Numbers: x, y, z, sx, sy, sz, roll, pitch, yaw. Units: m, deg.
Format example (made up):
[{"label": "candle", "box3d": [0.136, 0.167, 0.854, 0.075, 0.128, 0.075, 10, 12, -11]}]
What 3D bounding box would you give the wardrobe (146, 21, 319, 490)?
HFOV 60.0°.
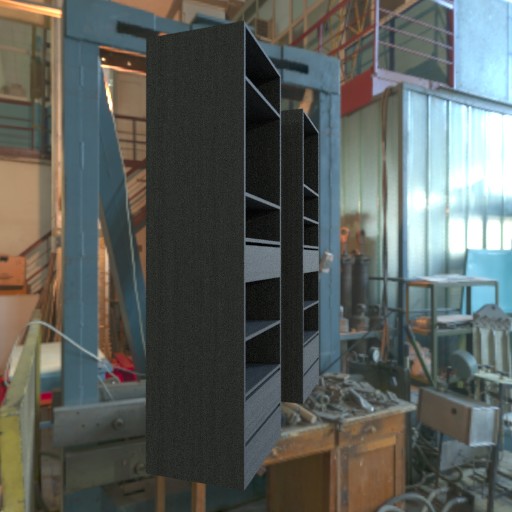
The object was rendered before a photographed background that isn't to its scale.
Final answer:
[{"label": "wardrobe", "box3d": [0.000, 0.000, 2.801, 0.480, 2.000, 1.770, 0, 0, 18]}]
